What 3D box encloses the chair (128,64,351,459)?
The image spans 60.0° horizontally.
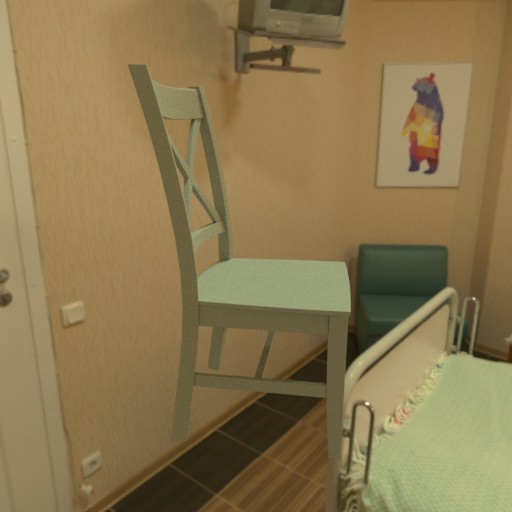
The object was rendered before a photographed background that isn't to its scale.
[{"bbox_3d":[0.000,0.000,1.296,0.542,0.983,0.485,2,15,9],"label":"chair"}]
